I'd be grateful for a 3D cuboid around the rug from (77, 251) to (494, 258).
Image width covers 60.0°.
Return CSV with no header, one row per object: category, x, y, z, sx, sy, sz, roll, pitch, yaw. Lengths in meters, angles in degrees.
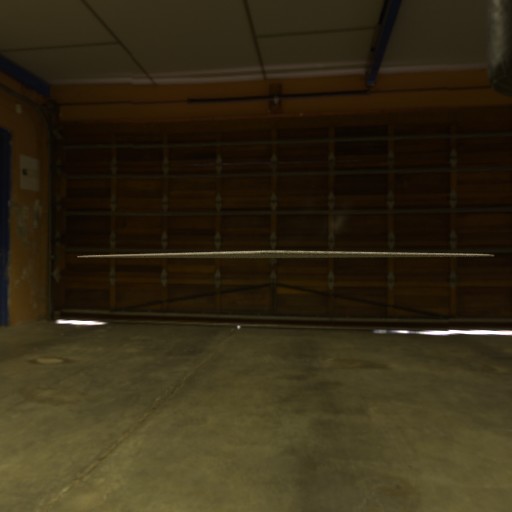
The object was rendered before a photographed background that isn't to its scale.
rug,0.000,0.000,2.827,1.609,0.013,2.214,0,-1,-37
